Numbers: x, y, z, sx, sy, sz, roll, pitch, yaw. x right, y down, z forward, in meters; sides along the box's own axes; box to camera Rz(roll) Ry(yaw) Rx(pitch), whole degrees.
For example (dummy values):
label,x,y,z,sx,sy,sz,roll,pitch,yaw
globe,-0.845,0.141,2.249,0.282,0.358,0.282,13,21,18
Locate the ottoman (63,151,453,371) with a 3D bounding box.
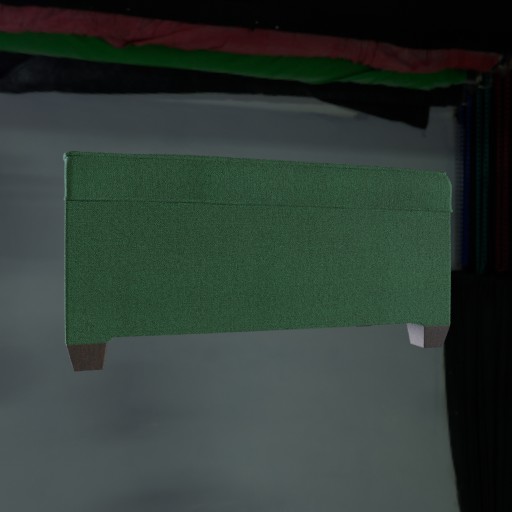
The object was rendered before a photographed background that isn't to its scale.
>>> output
label,x,y,z,sx,sy,sz,roll,pitch,yaw
ottoman,0.000,0.000,1.223,0.957,0.471,0.483,0,0,-16
